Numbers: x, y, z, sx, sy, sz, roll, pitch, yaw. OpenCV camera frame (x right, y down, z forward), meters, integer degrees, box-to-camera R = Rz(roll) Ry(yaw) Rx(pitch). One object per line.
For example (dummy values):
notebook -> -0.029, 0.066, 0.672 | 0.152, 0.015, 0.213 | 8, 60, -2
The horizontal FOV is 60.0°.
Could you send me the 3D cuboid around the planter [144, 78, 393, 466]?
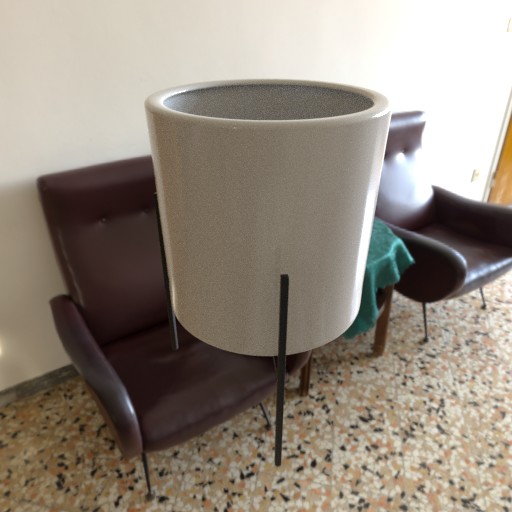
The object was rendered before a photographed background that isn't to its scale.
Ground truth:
planter -> 0.000, 0.000, 0.620 | 0.308, 0.431, 0.307 | 10, 31, 18
